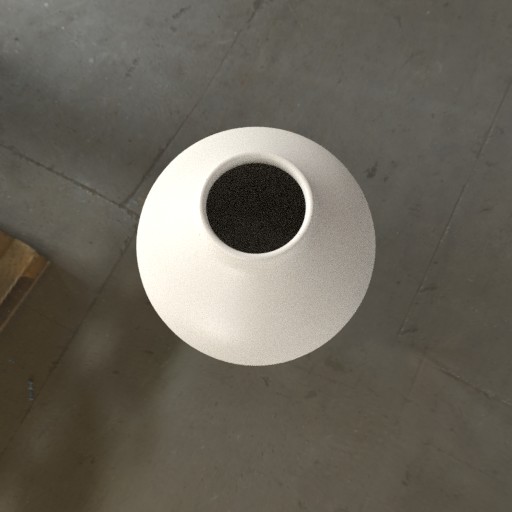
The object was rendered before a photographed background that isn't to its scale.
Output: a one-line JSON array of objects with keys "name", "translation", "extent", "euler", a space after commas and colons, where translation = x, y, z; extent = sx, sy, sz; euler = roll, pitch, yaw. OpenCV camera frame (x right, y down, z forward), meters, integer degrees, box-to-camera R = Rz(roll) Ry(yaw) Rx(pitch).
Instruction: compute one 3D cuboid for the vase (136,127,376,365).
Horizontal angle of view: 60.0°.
[{"name": "vase", "translation": [0.000, 0.000, 0.353], "extent": [0.169, 0.237, 0.169], "euler": [0, 76, 0]}]
